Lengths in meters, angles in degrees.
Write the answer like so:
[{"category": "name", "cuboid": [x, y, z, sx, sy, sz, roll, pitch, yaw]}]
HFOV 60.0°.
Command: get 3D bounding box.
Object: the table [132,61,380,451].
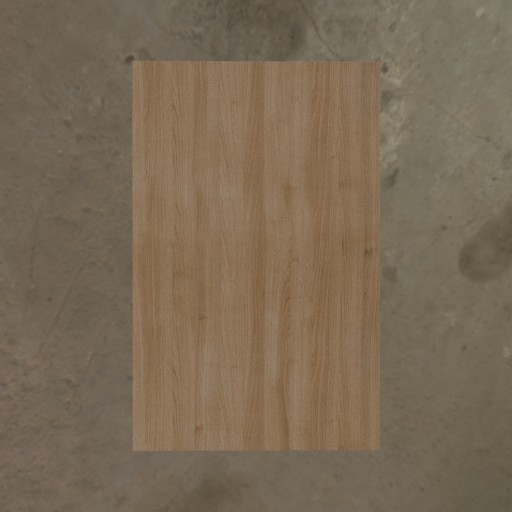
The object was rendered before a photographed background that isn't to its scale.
[{"category": "table", "cuboid": [0.000, 0.000, 1.473, 0.700, 0.440, 1.100, 0, 90, 0]}]
